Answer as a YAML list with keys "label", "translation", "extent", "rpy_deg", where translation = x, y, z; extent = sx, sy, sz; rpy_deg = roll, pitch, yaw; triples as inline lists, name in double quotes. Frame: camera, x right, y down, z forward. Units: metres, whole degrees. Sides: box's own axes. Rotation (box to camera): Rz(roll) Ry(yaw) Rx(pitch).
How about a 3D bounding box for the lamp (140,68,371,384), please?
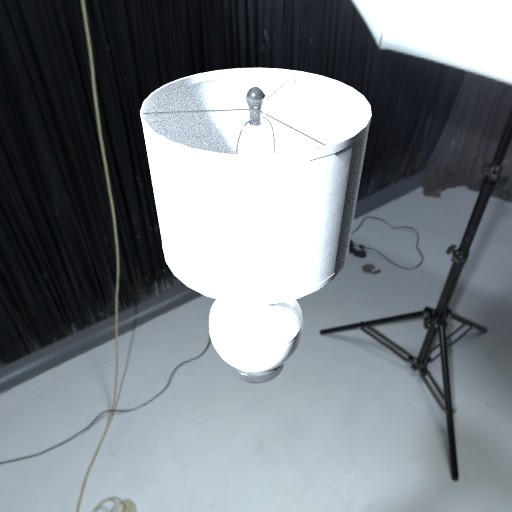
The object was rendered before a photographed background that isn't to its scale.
- label: "lamp"
  translation: [0.000, 0.000, 0.893]
  extent: [0.357, 0.673, 0.357]
  rpy_deg: [-25, 46, -27]
